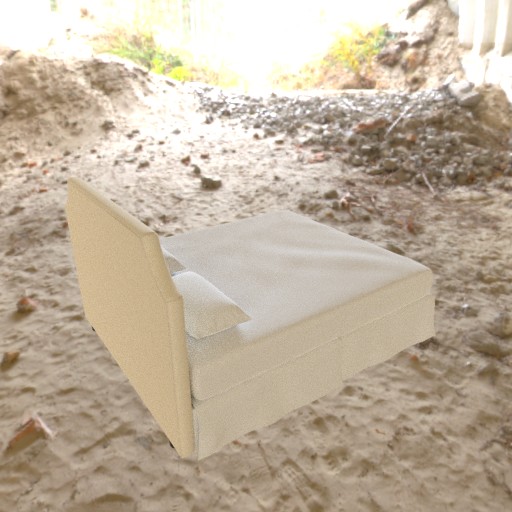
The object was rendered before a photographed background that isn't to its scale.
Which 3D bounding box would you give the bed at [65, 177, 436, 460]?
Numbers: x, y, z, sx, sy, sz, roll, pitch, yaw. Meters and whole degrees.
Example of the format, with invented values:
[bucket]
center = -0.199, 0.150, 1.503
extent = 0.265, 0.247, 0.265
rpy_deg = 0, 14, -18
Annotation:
[bed]
center = 0.000, 0.000, 4.194
extent = 2.773, 1.590, 2.350
rpy_deg = -16, 29, -32
